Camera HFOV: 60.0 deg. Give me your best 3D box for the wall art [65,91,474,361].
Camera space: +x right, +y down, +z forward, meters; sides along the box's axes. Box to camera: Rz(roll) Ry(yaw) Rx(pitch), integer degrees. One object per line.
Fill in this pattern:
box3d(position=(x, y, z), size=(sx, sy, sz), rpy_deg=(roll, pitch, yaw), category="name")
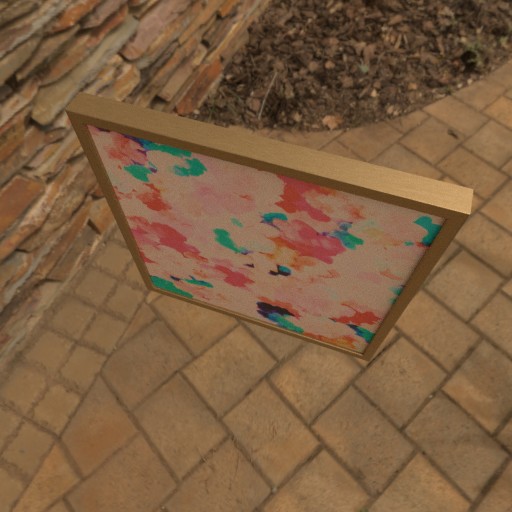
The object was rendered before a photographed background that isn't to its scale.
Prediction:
box3d(position=(0.000, 0.000, 0.755), size=(0.510, 0.509, 0.037), rpy_deg=(17, 60, 10), category="wall art")
